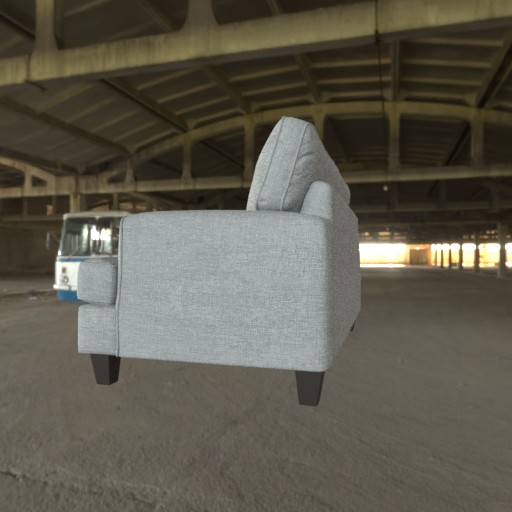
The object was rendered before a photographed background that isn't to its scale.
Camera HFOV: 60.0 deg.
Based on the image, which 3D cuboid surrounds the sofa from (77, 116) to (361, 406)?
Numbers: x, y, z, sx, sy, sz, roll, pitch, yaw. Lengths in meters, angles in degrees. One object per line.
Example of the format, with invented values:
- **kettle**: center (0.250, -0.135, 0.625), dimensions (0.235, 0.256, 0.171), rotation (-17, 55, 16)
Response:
- **sofa**: center (0.000, 0.000, 2.280), dimensions (0.965, 0.965, 1.651), rotation (0, 0, 17)
